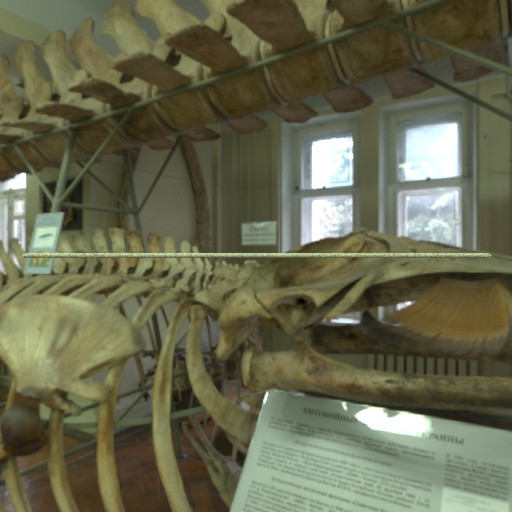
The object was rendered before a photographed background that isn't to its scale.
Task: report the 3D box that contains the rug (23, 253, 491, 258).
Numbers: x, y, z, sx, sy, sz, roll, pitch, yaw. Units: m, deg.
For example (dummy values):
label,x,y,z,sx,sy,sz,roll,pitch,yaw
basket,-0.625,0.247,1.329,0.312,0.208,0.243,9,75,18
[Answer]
label,x,y,z,sx,sy,sz,roll,pitch,yaw
rug,0.000,0.000,4.073,3.047,0.029,2.438,0,0,-1
